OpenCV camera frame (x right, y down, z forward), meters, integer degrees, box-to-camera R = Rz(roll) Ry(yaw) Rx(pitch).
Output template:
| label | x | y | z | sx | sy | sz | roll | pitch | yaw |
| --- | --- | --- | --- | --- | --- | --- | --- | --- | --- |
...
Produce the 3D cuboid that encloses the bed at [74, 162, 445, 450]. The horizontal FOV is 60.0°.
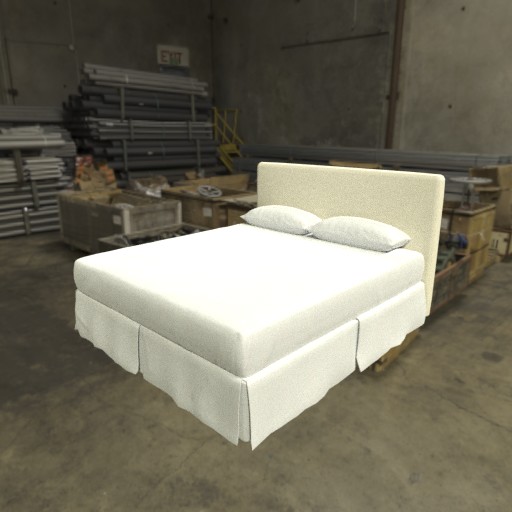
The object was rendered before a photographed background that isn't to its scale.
| label | x | y | z | sx | sy | sz | roll | pitch | yaw |
| --- | --- | --- | --- | --- | --- | --- | --- | --- | --- |
| bed | 0.000 | 0.000 | 3.653 | 2.119 | 1.317 | 2.341 | 15 | 22 | 42 |
